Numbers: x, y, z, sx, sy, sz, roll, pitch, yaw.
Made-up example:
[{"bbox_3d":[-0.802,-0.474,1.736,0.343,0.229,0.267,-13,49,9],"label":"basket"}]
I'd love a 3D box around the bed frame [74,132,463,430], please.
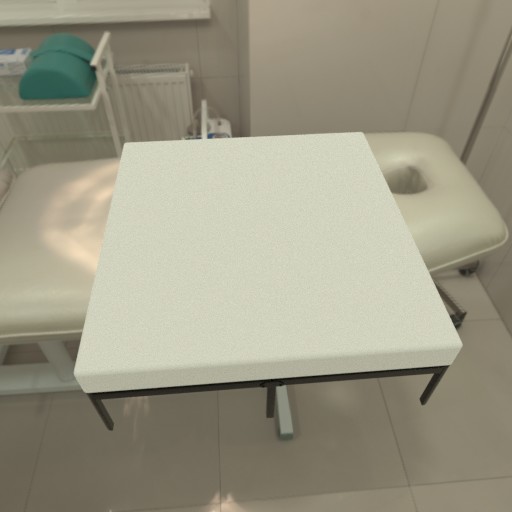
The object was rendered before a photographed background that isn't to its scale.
[{"bbox_3d":[0.000,0.000,3.130,1.963,0.659,2.079,-3,46,-3],"label":"bed frame"}]
